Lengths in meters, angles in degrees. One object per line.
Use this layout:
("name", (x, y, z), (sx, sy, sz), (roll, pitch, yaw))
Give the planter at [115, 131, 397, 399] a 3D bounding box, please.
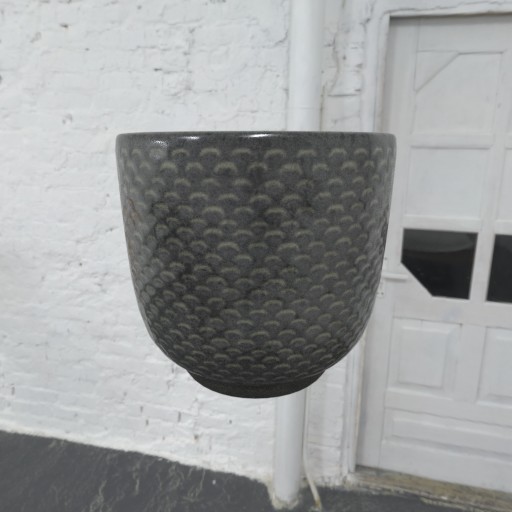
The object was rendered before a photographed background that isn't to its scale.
("planter", (0.000, 0.000, 0.244), (0.140, 0.129, 0.140), (0, 14, 0))
